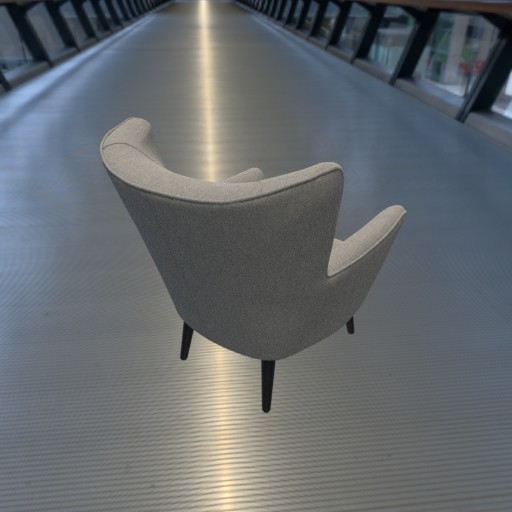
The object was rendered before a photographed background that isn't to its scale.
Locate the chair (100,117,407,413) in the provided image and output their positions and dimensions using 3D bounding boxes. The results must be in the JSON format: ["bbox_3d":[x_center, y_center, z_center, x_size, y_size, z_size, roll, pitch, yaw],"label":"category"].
[{"bbox_3d":[0.000,0.000,1.595,0.781,0.933,0.888,22,37,33],"label":"chair"}]
